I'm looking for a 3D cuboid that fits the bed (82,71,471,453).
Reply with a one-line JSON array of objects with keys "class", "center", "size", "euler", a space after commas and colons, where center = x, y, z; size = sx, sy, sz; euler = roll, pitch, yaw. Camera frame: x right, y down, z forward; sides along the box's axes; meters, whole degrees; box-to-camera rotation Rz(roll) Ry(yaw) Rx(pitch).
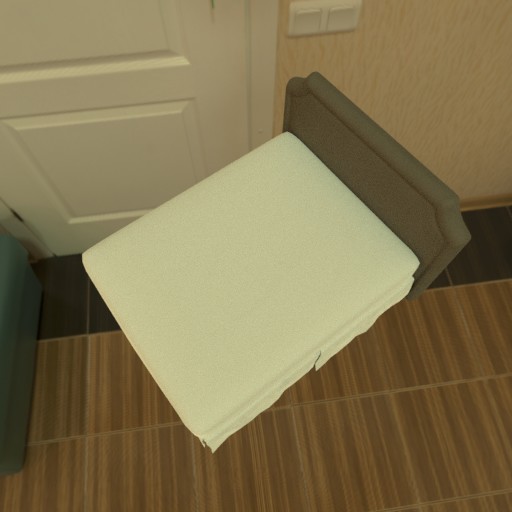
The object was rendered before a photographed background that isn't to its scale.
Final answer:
[{"class": "bed", "center": [0.000, 0.000, 3.287], "size": [2.181, 1.297, 1.831], "euler": [-34, 69, -15]}]
